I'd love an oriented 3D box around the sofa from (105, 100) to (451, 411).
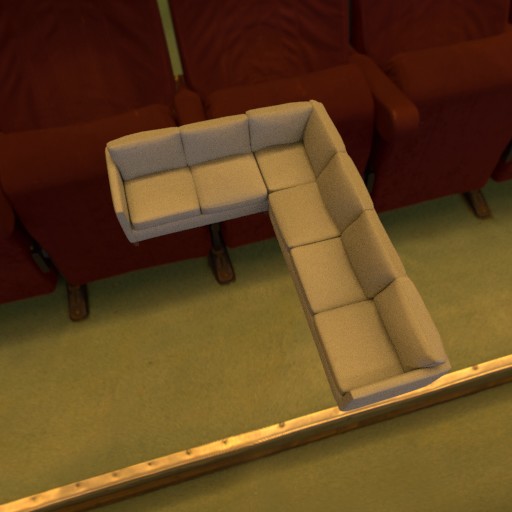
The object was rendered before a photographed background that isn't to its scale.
[{"bbox_3d":[0.000,0.000,4.513,2.592,0.947,3.301,-14,63,-7],"label":"sofa"}]
